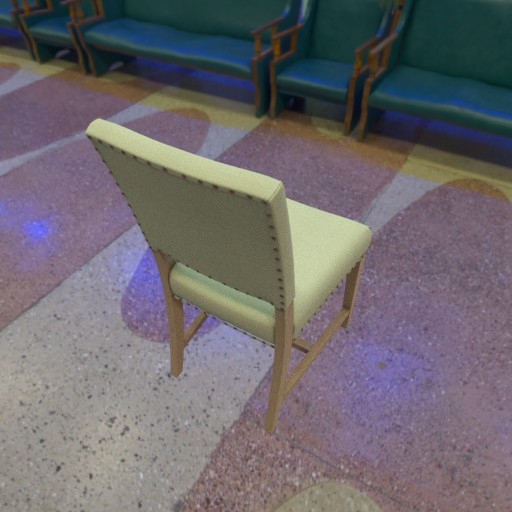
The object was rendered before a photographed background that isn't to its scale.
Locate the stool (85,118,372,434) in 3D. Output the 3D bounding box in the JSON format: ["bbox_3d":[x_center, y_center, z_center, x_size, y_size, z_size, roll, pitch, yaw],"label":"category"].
[{"bbox_3d":[0.000,0.000,1.315,0.508,0.986,0.623,23,49,22],"label":"stool"}]
